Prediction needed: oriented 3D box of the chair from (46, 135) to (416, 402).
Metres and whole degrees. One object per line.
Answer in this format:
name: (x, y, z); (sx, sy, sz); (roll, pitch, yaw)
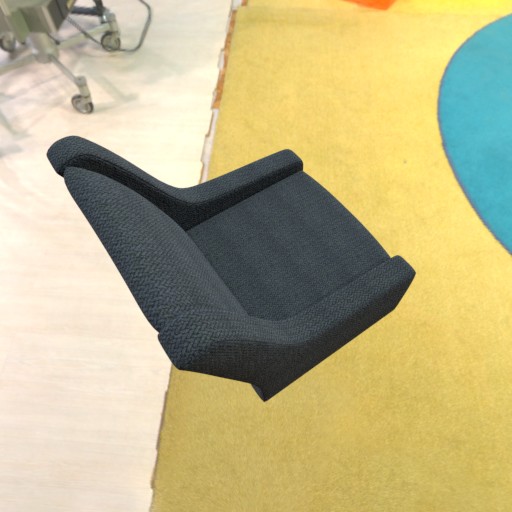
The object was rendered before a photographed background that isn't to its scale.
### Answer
chair: (0.000, 0.000, 1.647); (0.944, 1.012, 0.793); (-30, 62, -18)
